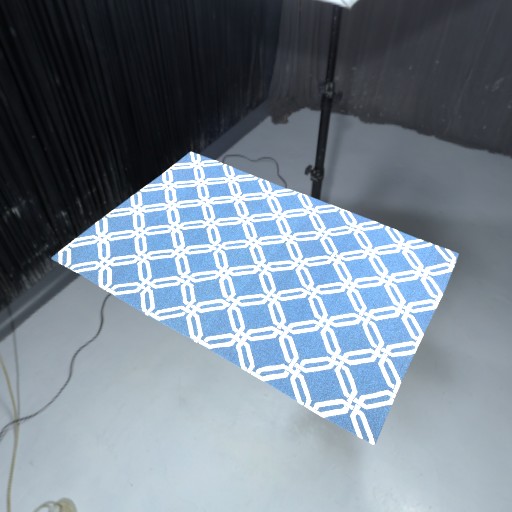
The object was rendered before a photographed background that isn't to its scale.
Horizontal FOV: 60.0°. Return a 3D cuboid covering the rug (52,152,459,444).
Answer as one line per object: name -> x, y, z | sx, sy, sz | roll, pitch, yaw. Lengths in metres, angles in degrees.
rug -> 0.000, 0.000, 2.258 | 1.755, 0.010, 1.153 | 25, 51, 22
